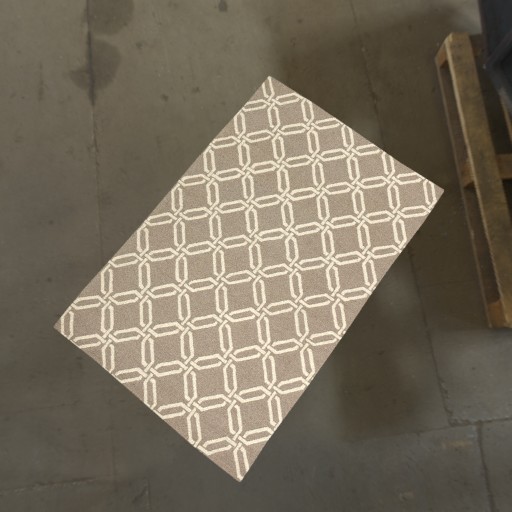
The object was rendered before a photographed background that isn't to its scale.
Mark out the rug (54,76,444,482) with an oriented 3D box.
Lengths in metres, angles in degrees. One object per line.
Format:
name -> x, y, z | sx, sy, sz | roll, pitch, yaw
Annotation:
rug -> 0.000, 0.000, 2.209 | 1.142, 0.010, 1.748 | 36, 79, 8
